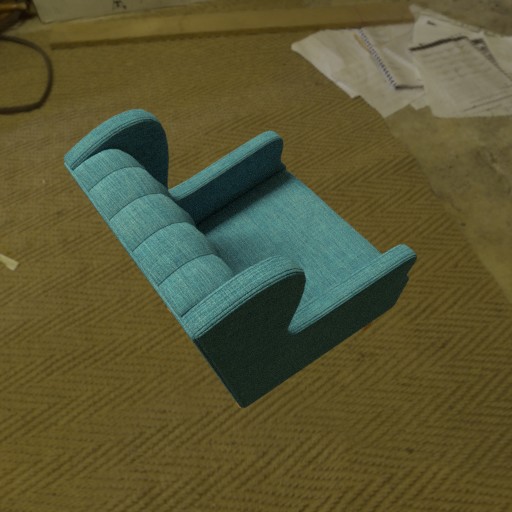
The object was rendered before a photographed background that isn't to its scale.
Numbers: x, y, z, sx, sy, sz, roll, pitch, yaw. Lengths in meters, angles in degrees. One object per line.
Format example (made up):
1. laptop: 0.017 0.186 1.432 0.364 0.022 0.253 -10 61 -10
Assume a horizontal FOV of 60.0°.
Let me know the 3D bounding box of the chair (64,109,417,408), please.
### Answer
1. chair: 0.000 0.000 1.472 0.775 0.952 0.711 -32 62 -20
